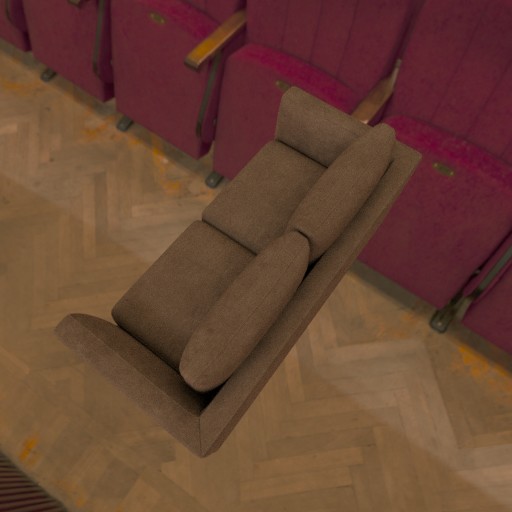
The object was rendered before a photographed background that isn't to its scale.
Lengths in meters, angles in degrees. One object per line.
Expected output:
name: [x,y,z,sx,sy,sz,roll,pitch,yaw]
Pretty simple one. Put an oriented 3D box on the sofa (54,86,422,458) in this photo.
sofa: [0.000,0.000,2.326,0.855,1.013,1.832,34,68,15]
